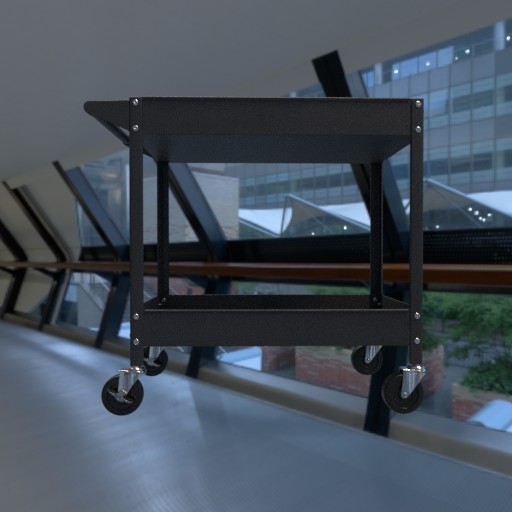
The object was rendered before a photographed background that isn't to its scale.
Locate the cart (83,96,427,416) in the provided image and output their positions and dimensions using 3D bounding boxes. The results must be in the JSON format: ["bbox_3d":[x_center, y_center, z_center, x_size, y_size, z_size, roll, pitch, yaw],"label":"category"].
[{"bbox_3d":[0.000,0.000,1.163,0.779,0.719,0.366,0,1,-1],"label":"cart"}]
